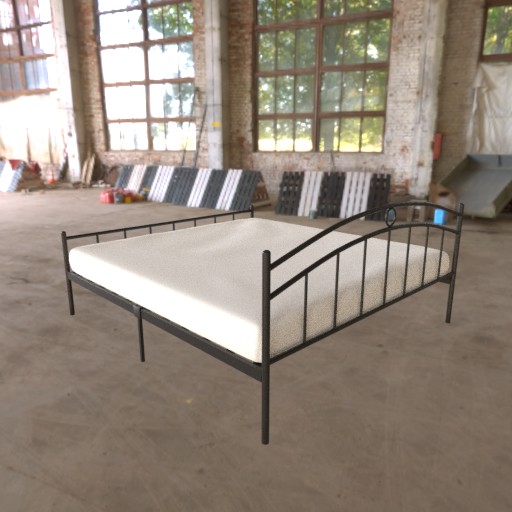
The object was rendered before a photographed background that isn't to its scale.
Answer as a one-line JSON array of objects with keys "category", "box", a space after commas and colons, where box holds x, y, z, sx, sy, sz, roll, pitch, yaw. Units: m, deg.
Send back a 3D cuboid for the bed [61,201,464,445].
[{"category": "bed", "box": [0.000, 0.000, 3.102, 1.880, 0.940, 2.040, -14, 20, -42]}]
